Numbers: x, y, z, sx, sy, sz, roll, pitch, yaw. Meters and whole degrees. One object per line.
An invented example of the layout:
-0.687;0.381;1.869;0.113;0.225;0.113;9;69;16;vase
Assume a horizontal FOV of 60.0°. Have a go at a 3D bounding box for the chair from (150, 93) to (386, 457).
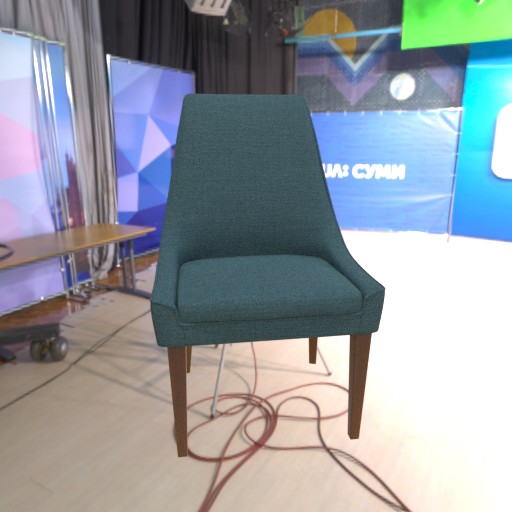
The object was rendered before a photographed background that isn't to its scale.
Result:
0.000;0.000;1.207;0.529;0.861;0.544;-2;16;-8;chair
